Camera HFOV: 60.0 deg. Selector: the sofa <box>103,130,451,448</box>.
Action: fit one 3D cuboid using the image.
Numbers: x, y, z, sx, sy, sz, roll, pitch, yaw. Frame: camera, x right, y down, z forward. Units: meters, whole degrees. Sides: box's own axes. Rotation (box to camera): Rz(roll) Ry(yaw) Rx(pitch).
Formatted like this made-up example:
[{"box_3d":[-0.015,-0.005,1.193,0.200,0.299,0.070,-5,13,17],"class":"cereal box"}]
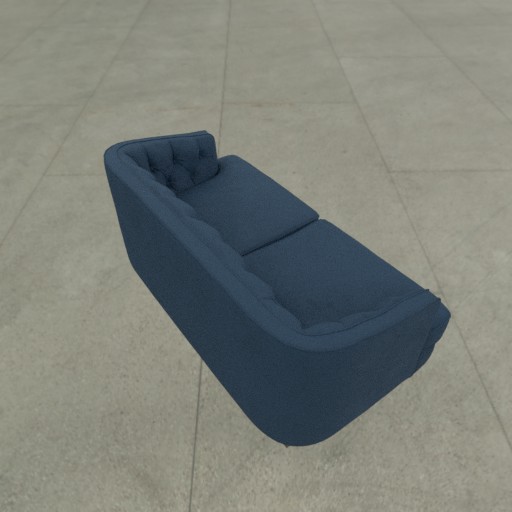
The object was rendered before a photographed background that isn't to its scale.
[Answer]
[{"box_3d":[0.000,0.000,2.273,0.941,0.854,1.733,-27,49,-26],"class":"sofa"}]
